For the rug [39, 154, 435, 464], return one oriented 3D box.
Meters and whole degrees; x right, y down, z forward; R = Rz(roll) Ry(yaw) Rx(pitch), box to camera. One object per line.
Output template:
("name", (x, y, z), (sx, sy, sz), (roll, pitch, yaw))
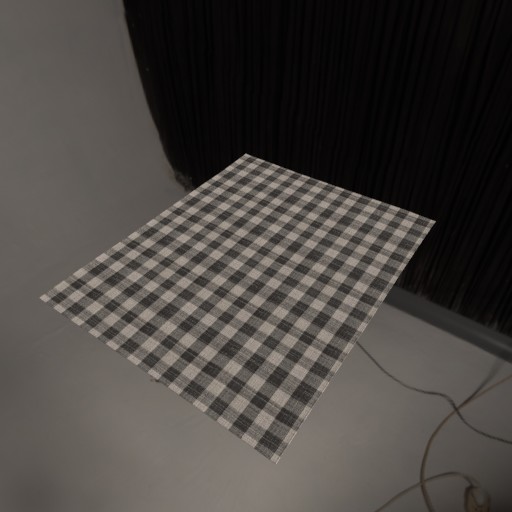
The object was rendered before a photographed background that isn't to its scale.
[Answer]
("rug", (0.000, 0.000, 4.203), (2.432, 0.013, 3.021), (25, 48, 25))
